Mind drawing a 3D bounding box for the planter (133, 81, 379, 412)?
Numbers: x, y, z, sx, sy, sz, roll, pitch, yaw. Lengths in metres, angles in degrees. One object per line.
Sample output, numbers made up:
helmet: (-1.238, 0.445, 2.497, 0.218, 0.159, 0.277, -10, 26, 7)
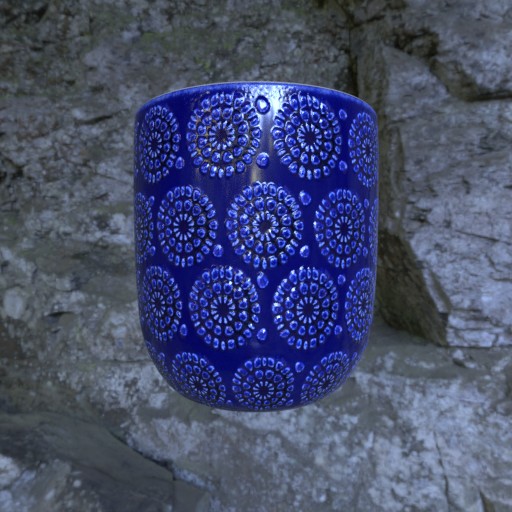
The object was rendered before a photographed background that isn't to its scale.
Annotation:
planter: (0.000, 0.000, 0.346, 0.184, 0.206, 0.184, 0, 1, 0)
